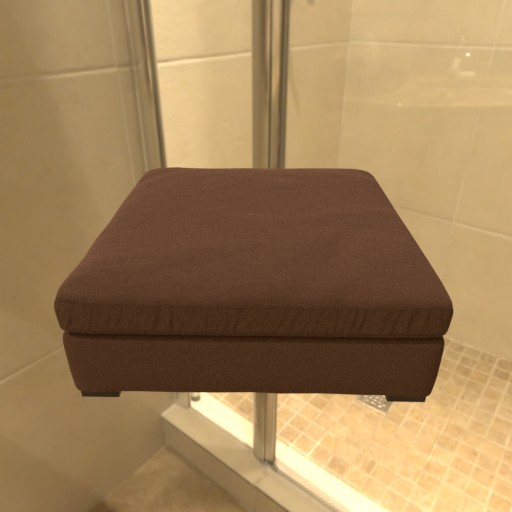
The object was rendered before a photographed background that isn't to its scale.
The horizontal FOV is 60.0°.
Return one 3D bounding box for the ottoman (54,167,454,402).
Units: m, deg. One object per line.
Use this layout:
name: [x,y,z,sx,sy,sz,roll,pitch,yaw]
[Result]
ottoman: [0.000,0.000,1.838,1.181,0.470,1.181,1,29,1]
